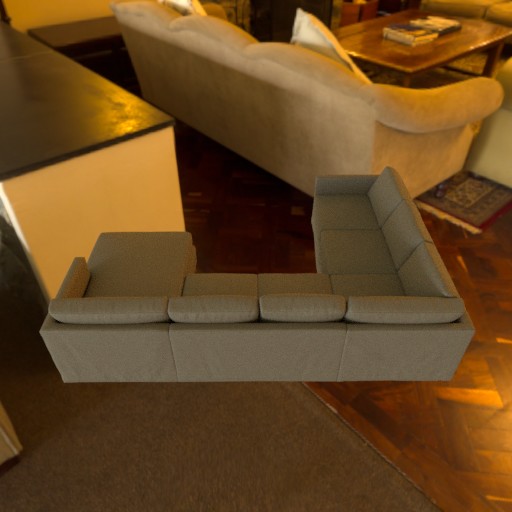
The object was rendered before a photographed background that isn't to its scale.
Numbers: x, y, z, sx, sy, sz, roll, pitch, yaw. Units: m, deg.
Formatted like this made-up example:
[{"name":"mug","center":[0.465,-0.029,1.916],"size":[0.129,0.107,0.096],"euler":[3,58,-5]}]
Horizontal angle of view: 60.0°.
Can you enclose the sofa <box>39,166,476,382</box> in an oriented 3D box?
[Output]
[{"name":"sofa","center":[0.000,0.000,4.545],"size":[3.460,0.882,2.427],"euler":[0,40,0]}]
